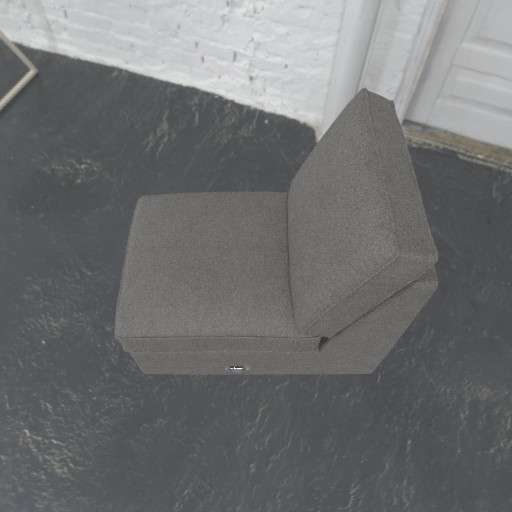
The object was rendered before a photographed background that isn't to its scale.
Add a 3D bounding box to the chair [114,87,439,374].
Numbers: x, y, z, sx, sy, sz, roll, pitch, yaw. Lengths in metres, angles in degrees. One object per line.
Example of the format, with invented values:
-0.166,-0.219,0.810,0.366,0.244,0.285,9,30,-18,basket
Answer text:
0.000,0.000,1.562,0.938,0.970,0.621,0,58,0,chair
